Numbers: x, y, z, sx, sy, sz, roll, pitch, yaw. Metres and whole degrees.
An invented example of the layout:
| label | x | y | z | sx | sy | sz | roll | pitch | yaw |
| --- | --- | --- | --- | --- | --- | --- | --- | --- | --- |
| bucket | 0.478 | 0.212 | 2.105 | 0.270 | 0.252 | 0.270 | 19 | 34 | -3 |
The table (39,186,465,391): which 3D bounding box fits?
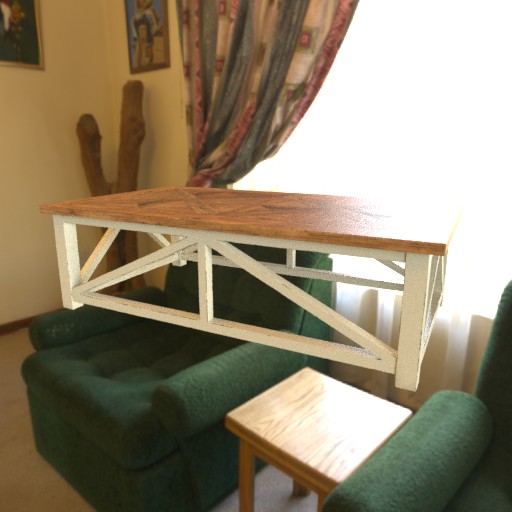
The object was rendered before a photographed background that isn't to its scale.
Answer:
| label | x | y | z | sx | sy | sz | roll | pitch | yaw |
| --- | --- | --- | --- | --- | --- | --- | --- | --- | --- |
| table | 0.000 | 0.000 | 1.729 | 1.400 | 0.410 | 0.800 | 7 | 16 | 26 |
